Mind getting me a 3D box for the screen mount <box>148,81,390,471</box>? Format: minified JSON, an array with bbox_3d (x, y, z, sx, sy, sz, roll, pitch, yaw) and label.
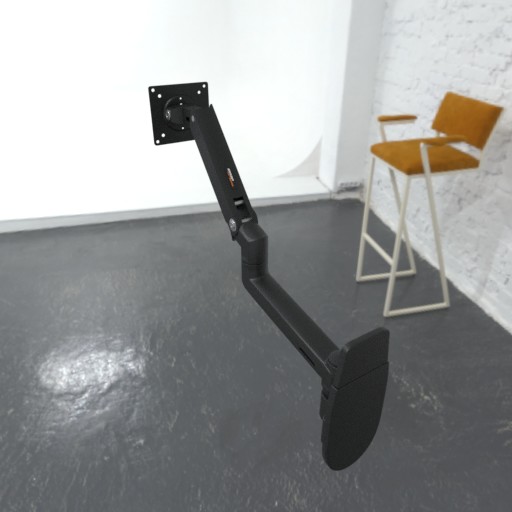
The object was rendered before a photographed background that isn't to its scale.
[{"bbox_3d":[0.000,0.000,0.711,0.115,0.466,0.495,-17,33,-29],"label":"screen mount"}]
